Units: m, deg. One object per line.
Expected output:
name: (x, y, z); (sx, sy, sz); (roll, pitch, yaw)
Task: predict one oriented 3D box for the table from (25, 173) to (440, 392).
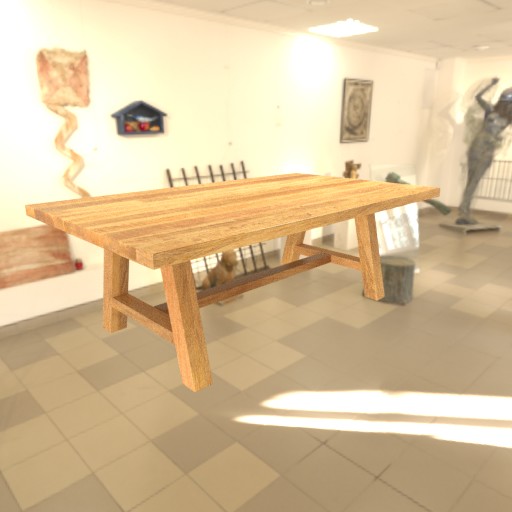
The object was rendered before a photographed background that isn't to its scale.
table: (0.000, 0.000, 1.659); (1.320, 0.455, 0.760); (-16, 23, -42)
